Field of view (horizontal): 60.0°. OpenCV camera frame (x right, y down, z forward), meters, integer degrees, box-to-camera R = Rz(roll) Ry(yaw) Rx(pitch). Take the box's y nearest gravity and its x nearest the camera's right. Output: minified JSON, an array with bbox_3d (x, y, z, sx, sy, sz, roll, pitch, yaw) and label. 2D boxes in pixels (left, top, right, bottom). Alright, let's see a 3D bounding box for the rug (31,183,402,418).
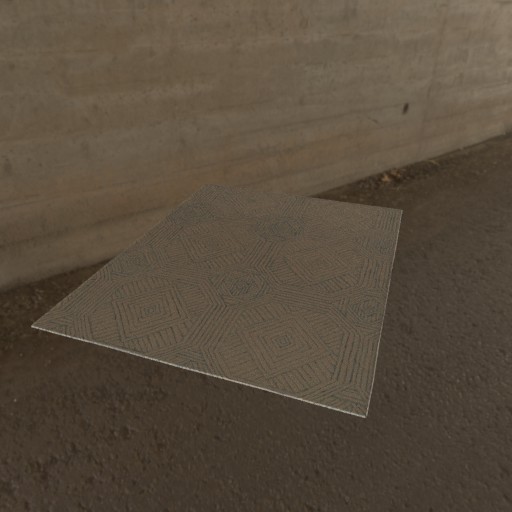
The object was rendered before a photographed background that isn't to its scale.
[{"bbox_3d":[0.000,0.000,4.161,2.457,0.015,3.049,10,32,17],"label":"rug"}]
